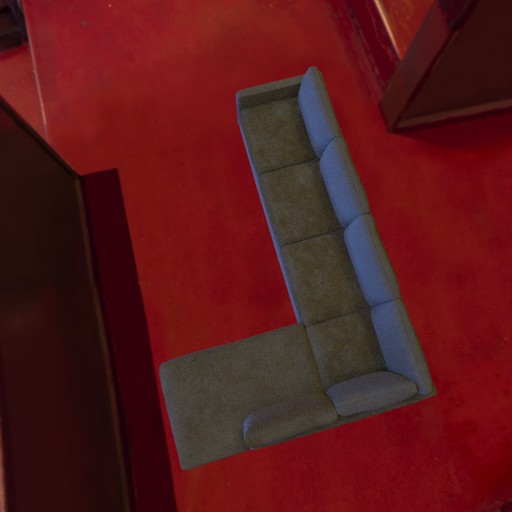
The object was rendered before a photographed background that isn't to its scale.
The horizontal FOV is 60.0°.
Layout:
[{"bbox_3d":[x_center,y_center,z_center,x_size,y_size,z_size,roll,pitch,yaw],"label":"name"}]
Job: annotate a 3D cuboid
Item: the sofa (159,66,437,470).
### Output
[{"bbox_3d":[0.000,0.000,3.170,1.707,0.687,2.486,-15,77,-4],"label":"sofa"}]
